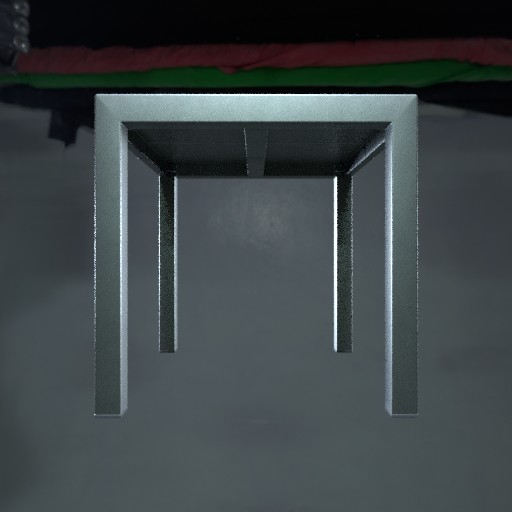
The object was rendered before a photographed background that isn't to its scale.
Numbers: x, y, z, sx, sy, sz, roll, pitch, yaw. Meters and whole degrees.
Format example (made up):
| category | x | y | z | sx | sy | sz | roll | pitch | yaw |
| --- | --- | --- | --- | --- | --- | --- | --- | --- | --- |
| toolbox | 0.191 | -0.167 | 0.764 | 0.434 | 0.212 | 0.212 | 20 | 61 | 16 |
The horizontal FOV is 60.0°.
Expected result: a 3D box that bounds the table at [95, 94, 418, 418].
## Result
| category | x | y | z | sx | sy | sz | roll | pitch | yaw |
| --- | --- | --- | --- | --- | --- | --- | --- | --- | --- |
| table | 0.000 | 0.000 | 0.947 | 0.508 | 0.508 | 0.508 | 0 | 0 | 0 |
